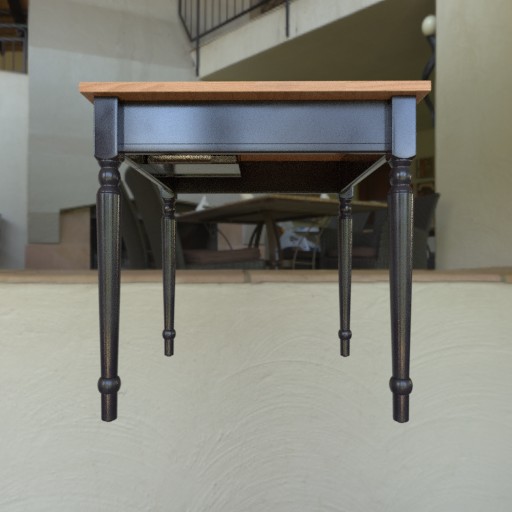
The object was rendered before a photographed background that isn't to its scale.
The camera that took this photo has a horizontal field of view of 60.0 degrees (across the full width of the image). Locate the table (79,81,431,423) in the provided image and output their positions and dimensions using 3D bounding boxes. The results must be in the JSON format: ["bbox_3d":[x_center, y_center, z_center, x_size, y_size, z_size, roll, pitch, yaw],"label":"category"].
[{"bbox_3d":[0.000,0.000,1.311,0.747,0.738,0.747,0,0,1],"label":"table"}]
